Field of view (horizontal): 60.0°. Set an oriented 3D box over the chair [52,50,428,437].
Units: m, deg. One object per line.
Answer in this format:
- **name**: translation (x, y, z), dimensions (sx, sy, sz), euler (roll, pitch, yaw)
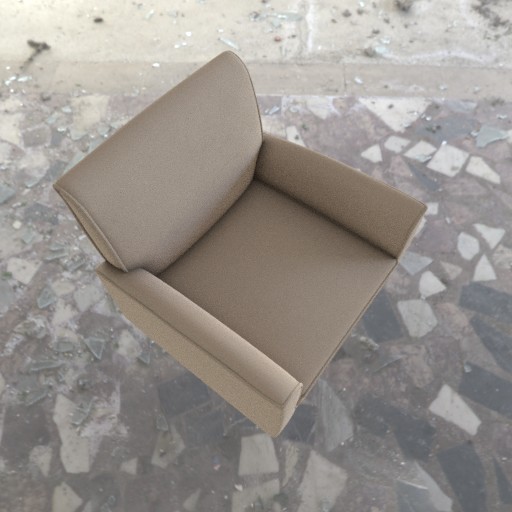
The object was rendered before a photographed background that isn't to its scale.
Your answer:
- **chair**: translation (0.000, 0.000, 1.559), dimensions (0.820, 0.915, 0.820), euler (34, 65, 18)
